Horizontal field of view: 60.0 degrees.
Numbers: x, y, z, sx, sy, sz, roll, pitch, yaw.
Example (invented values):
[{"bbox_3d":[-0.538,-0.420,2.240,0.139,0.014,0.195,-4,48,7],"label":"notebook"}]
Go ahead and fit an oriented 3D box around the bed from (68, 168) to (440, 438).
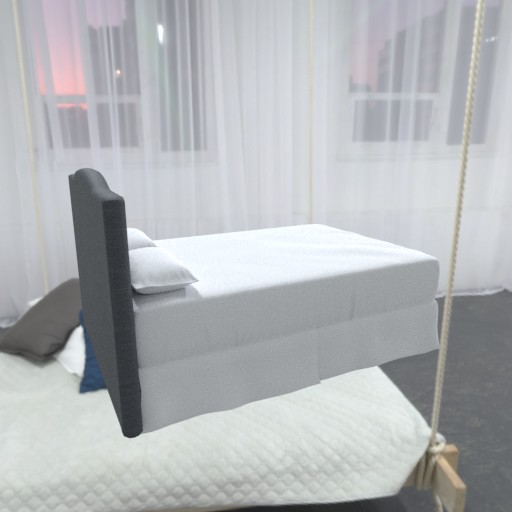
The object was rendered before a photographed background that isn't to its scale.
[{"bbox_3d":[0.000,0.000,3.524,2.507,1.441,1.747,-8,17,-26],"label":"bed"}]
